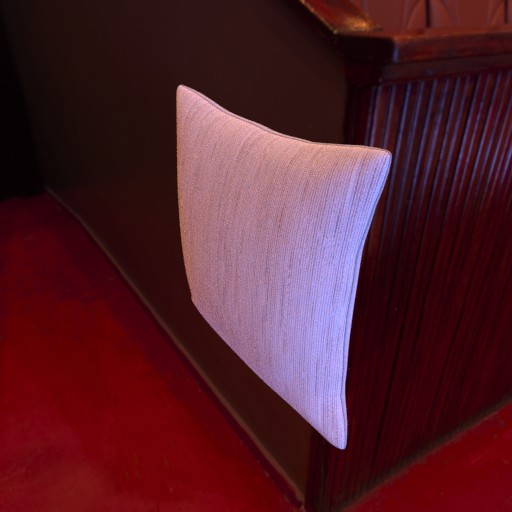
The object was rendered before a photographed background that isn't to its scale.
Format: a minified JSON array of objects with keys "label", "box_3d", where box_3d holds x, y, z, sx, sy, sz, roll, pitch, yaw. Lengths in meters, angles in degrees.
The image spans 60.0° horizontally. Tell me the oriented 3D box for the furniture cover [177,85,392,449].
[{"label":"furniture cover","box_3d":[0.000,0.000,0.788,0.178,0.506,0.512,-20,36,-30]}]
